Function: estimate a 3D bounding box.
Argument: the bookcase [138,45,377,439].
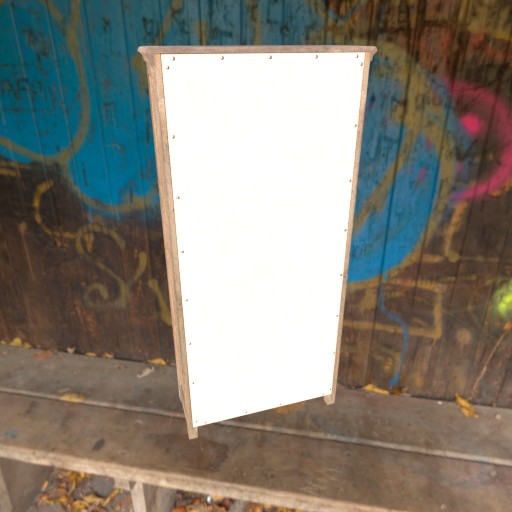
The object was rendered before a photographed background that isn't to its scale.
[{"bbox_3d":[0.000,0.000,2.197,0.906,1.880,0.348,-8,27,-16],"label":"bookcase"}]
